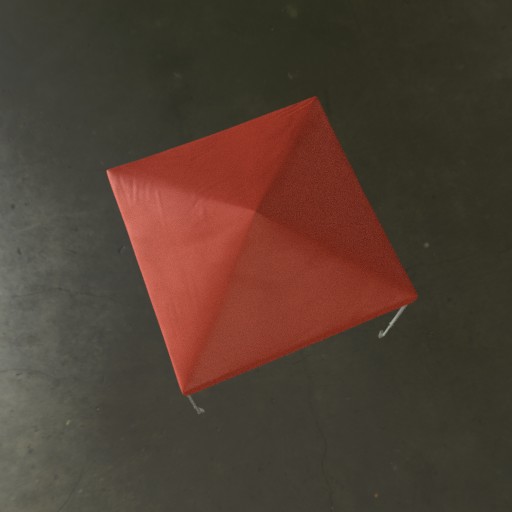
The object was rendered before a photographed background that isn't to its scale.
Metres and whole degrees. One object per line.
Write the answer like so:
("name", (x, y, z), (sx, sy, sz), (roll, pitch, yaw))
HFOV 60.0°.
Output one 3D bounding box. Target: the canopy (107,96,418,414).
("canopy", (0.000, 0.000, 5.210), (2.850, 2.850, 2.849), (-21, 75, -6))
